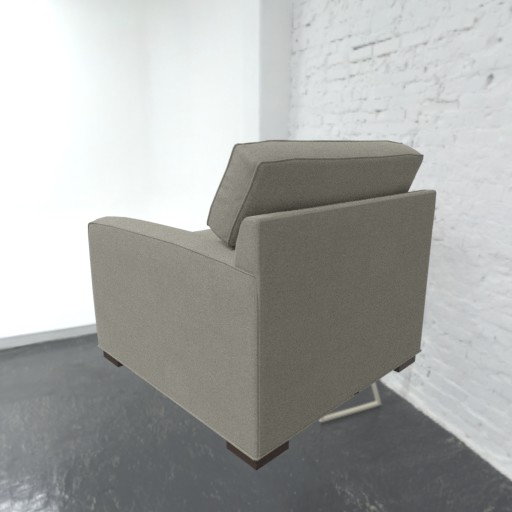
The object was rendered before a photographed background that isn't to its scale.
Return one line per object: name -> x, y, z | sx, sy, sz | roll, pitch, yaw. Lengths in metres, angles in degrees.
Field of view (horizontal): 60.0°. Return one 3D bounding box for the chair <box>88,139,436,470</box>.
chair -> 0.000, 0.000, 1.847 | 0.999, 0.934, 1.044 | -13, 20, -42
